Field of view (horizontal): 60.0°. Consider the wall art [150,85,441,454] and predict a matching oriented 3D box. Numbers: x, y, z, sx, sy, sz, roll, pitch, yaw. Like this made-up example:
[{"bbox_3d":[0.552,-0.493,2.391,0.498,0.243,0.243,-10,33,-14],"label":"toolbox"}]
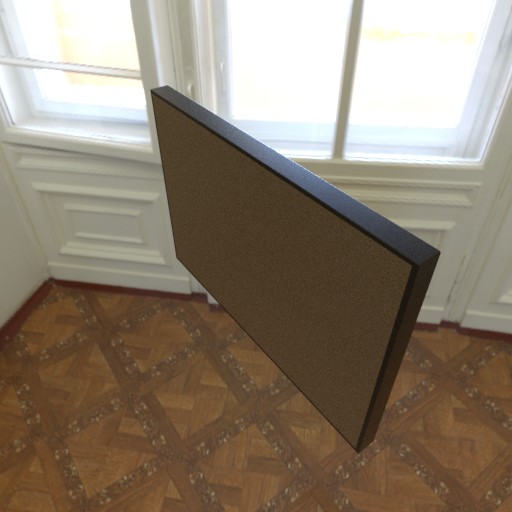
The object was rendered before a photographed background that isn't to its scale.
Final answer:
[{"bbox_3d":[0.000,0.000,1.205,0.058,0.640,0.939,-26,47,-27],"label":"wall art"}]
